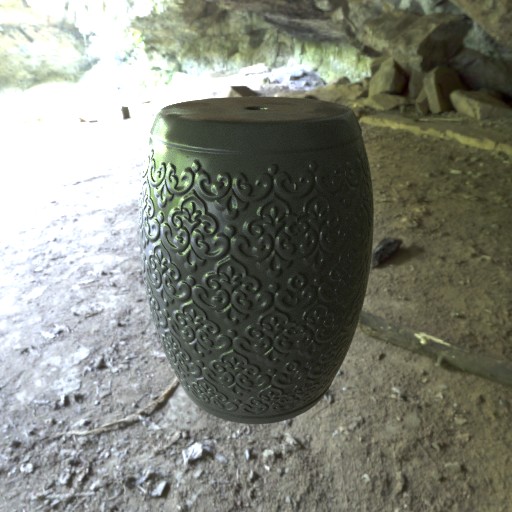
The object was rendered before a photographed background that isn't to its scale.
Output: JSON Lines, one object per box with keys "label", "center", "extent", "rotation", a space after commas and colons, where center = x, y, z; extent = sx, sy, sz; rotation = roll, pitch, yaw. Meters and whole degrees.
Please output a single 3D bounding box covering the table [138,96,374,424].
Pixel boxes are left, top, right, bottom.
{"label": "table", "center": [0.000, 0.000, 0.616], "extent": [0.309, 0.397, 0.309], "rotation": [0, 26, 0]}
